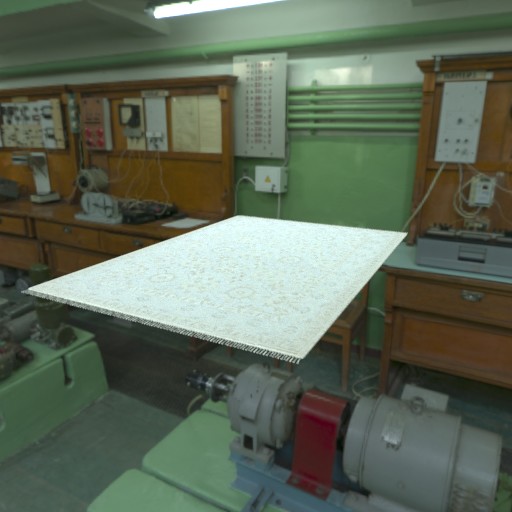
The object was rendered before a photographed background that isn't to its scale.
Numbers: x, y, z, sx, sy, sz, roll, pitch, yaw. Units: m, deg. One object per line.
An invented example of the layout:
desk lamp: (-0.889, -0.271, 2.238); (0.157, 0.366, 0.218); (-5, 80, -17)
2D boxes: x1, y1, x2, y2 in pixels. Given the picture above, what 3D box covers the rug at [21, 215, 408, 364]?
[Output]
rug: (0.000, 0.000, 2.850); (1.514, 0.011, 2.233); (8, 18, 26)
